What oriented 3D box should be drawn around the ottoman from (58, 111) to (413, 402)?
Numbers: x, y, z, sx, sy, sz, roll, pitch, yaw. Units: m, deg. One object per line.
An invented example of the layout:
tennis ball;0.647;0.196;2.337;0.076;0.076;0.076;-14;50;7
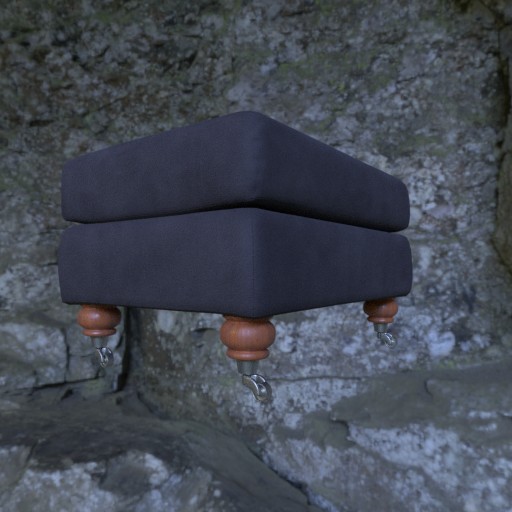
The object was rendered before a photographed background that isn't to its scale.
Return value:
ottoman;0.000;0.000;1.125;0.574;0.497;0.773;-1;-2;37
